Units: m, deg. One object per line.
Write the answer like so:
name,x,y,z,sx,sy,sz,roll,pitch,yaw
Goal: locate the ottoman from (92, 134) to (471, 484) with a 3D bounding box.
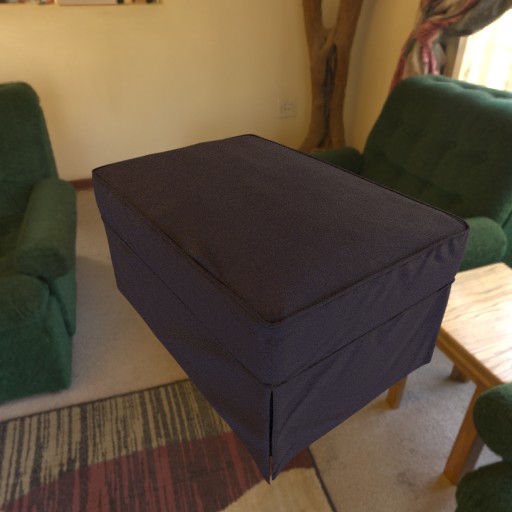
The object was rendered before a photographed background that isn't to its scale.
ottoman,0.000,0.000,1.305,0.637,0.503,0.938,-21,38,-30
